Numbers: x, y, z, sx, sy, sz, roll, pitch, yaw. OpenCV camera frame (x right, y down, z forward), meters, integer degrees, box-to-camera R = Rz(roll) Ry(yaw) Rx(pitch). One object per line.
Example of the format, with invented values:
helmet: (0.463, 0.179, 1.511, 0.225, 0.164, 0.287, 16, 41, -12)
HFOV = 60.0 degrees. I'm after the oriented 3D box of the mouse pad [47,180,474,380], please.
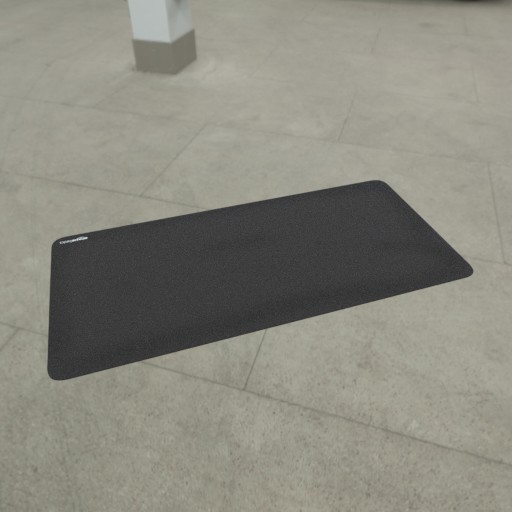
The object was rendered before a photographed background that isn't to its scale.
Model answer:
mouse pad: (0.000, 0.000, 1.032, 0.907, 0.003, 0.424, -12, 43, -13)
